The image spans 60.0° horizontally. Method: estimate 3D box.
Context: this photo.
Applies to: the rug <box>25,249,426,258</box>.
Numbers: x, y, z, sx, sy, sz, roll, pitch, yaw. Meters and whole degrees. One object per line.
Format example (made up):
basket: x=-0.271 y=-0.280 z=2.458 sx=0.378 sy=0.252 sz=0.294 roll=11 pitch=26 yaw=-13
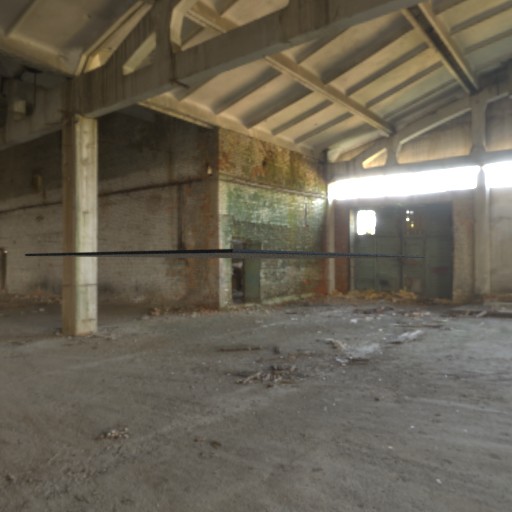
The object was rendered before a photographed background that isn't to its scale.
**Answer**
rug: x=0.000 y=0.000 z=2.911 sx=1.526 sy=0.014 sz=2.290 roll=-1 pitch=-1 yaw=37
